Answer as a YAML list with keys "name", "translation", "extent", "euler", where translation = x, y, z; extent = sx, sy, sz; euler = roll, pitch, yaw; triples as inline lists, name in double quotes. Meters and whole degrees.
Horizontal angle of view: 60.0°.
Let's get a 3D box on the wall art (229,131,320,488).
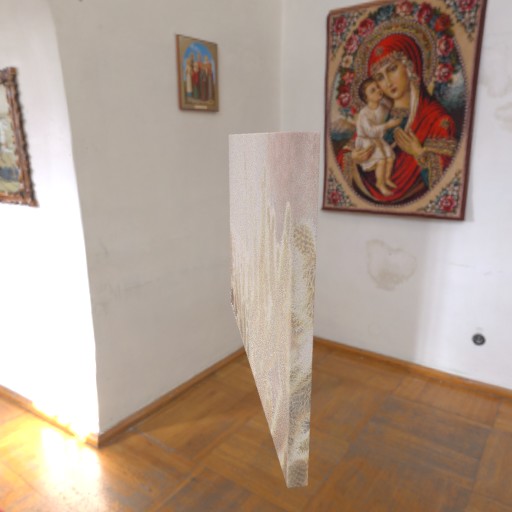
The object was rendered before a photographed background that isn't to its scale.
- name: "wall art"
  translation: [0.000, 0.000, 1.144]
  extent: [0.040, 0.608, 0.916]
  euler: [-2, 15, -9]
